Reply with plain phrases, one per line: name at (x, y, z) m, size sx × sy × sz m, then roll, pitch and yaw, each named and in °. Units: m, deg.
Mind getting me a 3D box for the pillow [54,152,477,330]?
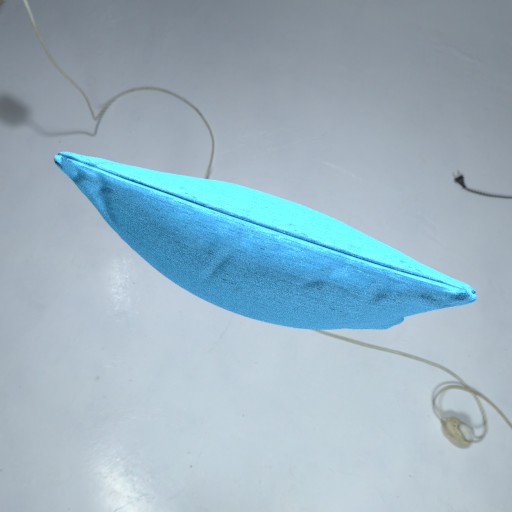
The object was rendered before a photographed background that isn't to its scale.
pillow at (0.000, 0.000, 0.779) m, size 0.633 × 0.338 × 0.210 m, roll 19°, pitch 77°, yaw 4°
